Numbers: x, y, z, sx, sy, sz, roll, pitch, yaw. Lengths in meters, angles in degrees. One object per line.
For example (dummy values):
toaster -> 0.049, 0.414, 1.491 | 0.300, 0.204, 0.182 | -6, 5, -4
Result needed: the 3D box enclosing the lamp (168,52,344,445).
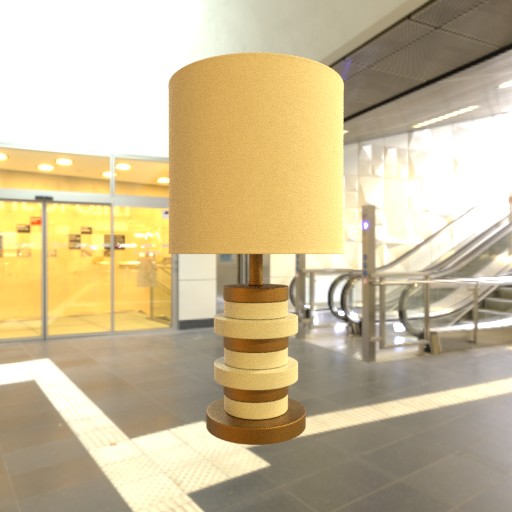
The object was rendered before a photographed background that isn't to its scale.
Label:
lamp -> 0.000, 0.000, 0.541 | 0.210, 0.410, 0.210 | 0, 0, 35
